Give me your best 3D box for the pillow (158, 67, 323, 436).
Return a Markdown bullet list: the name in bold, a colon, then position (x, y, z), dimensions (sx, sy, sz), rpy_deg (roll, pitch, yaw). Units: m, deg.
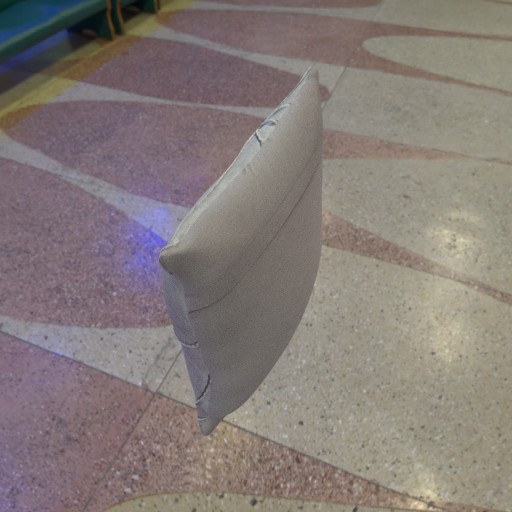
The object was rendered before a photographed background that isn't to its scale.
- **pillow**: position (0.000, 0.000, 0.703), dimensions (0.185, 0.440, 0.439), rpy_deg (19, 50, 17)
